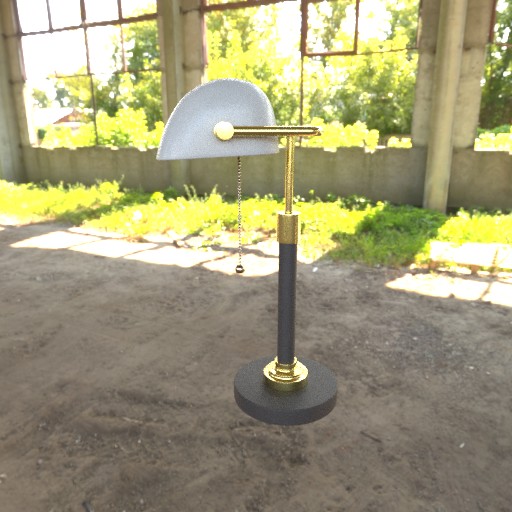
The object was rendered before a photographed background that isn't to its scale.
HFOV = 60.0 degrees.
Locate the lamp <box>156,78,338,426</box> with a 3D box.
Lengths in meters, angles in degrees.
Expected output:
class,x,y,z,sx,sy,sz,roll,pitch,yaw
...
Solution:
class,x,y,z,sx,sy,sz,roll,pitch,yaw
lamp,0.000,0.000,0.562,0.227,0.404,0.269,-2,15,-9
